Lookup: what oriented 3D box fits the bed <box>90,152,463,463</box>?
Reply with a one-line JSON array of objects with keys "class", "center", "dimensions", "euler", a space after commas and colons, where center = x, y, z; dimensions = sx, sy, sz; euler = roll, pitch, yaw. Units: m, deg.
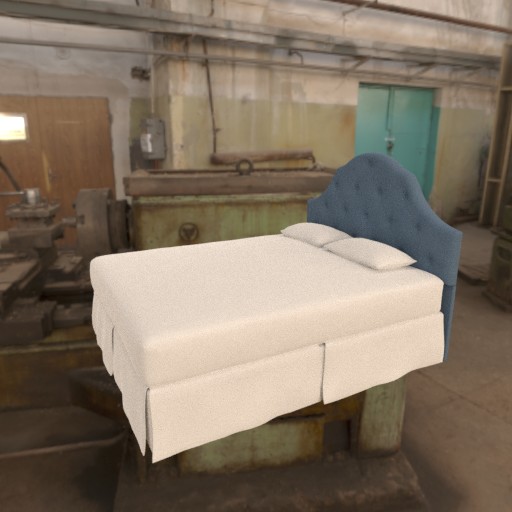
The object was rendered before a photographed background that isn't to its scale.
[{"class": "bed", "center": [0.000, 0.000, 3.661], "dimensions": [2.477, 1.617, 2.039], "euler": [-8, 17, -27]}]
